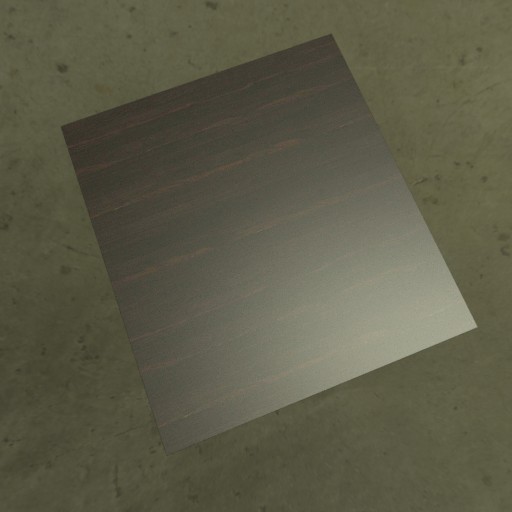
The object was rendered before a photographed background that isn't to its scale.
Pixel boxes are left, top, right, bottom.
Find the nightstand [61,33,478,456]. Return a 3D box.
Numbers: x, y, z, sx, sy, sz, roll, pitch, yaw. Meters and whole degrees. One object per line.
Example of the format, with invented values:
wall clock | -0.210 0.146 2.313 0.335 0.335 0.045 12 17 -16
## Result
nightstand | 0.000 0.000 0.795 0.400 0.460 0.461 -21 78 -5
